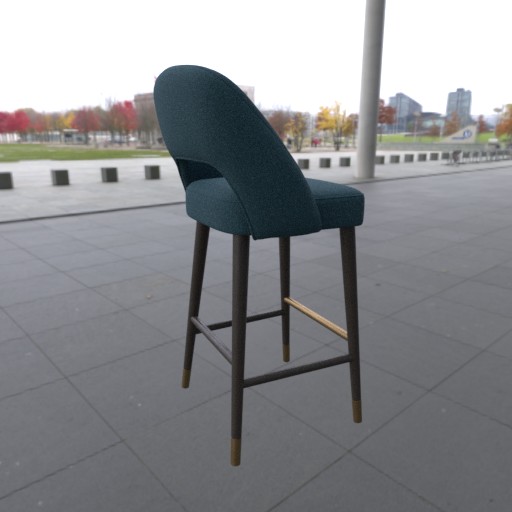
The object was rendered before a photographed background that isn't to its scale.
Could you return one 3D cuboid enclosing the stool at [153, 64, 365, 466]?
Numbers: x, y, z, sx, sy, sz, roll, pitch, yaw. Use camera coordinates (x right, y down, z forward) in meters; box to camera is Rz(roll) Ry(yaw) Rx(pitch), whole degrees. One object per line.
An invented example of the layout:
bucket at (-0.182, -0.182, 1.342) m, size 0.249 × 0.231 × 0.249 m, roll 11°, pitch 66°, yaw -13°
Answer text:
stool at (0.000, 0.000, 1.343) m, size 0.522 × 1.032 × 0.536 m, roll -7°, pitch 17°, yaw -26°
